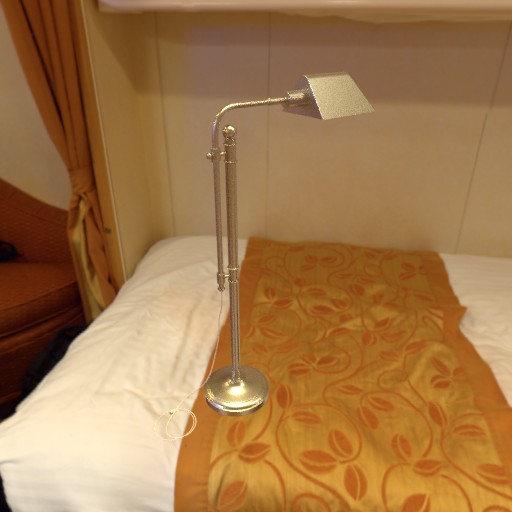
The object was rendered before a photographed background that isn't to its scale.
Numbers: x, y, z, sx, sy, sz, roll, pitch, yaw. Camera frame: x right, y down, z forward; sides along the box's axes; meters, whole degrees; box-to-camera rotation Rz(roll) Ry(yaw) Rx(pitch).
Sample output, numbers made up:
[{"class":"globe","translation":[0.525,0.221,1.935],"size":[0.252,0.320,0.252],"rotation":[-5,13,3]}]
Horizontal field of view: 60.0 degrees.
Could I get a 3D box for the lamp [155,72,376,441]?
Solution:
[{"class":"lamp","translation":[0.000,0.000,0.951],"size":[0.546,0.708,0.159],"rotation":[-19,33,-32]}]
